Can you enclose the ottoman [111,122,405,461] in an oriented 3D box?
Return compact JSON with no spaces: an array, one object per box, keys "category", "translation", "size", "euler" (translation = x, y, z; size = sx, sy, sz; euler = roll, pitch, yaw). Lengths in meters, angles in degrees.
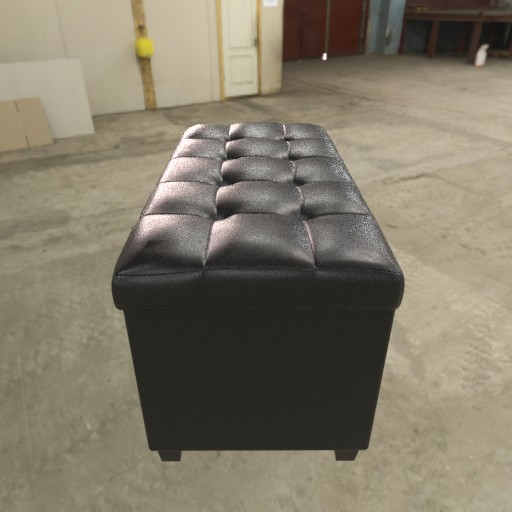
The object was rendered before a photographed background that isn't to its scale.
[{"category":"ottoman","translation":[0.000,0.000,1.075],"size":[0.432,0.470,0.838],"euler":[0,30,0]}]
